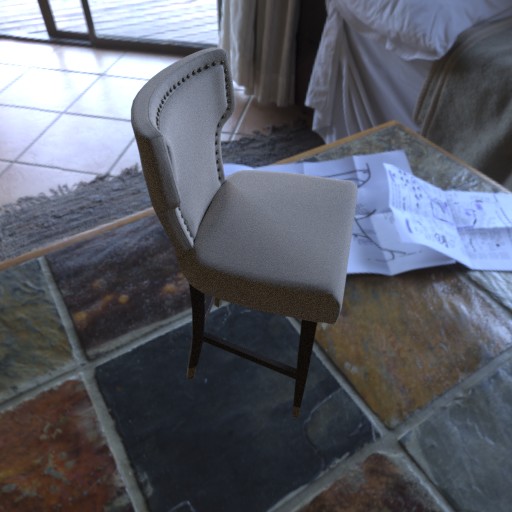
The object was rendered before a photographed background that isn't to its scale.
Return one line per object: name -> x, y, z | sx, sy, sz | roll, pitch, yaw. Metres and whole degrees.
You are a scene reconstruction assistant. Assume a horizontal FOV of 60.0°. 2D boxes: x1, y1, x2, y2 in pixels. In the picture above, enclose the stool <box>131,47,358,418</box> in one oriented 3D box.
stool -> 0.000, 0.000, 1.412 | 0.563, 1.092, 0.526 | 10, 47, 10
